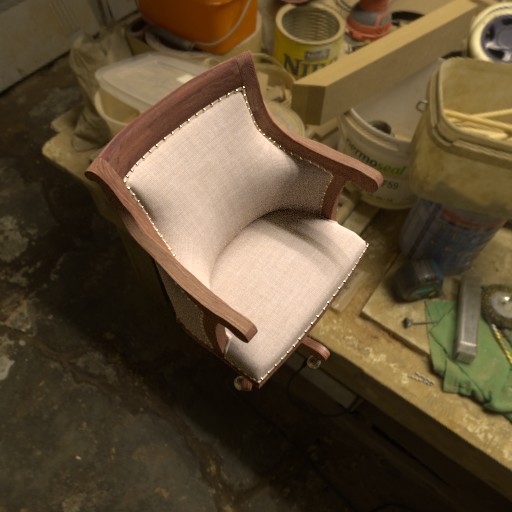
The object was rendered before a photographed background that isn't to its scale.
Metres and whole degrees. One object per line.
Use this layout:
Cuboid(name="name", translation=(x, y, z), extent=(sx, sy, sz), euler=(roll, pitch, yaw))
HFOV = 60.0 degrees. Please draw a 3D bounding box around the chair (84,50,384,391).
Cuboid(name="chair", translation=(0.000, 0.000, 1.470), extent=(0.689, 0.965, 0.656), euler=(34, 63, 20))
